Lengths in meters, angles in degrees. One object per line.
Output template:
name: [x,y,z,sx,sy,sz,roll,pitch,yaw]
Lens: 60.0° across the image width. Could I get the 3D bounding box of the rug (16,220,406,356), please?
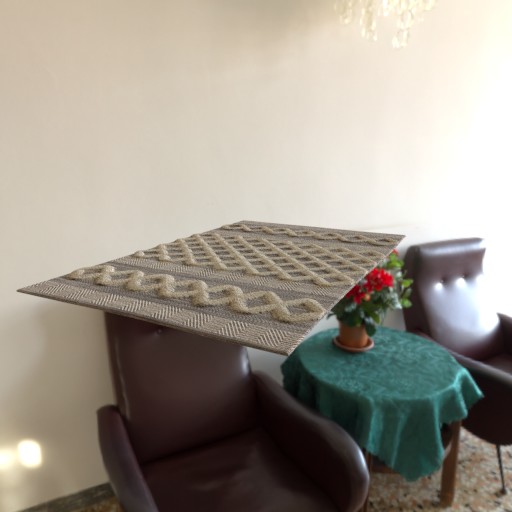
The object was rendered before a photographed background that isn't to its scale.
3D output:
rug: [0.000,0.000,2.894,1.513,0.033,2.333,7,16,27]
